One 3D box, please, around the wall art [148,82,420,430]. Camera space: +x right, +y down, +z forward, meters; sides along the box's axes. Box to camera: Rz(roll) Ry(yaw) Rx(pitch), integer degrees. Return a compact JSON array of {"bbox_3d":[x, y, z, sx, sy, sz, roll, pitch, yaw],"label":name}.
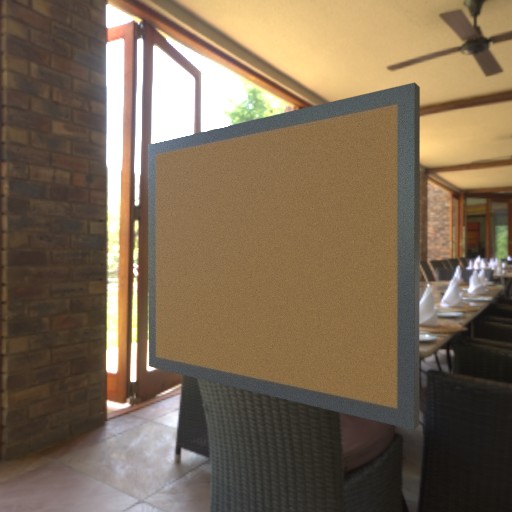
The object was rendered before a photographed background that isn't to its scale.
[{"bbox_3d":[0.000,0.000,0.921,0.660,0.558,0.026,0,0,37],"label":"wall art"}]
